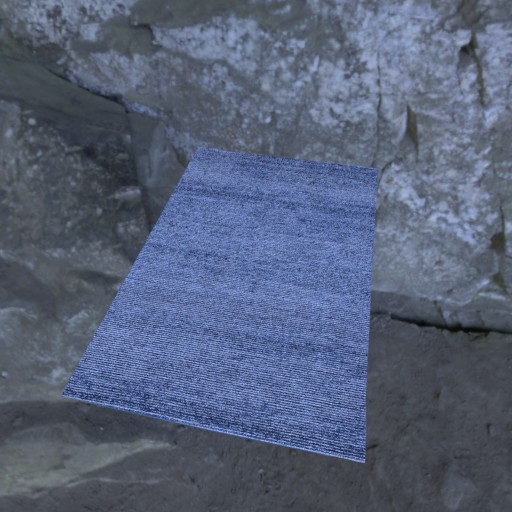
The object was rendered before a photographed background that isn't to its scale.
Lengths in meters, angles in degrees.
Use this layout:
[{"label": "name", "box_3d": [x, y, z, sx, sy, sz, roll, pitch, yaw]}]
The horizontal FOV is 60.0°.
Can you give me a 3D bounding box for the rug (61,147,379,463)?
[{"label": "rug", "box_3d": [0.000, 0.000, 2.167, 1.135, 0.010, 1.740, 9, 47, 8]}]
